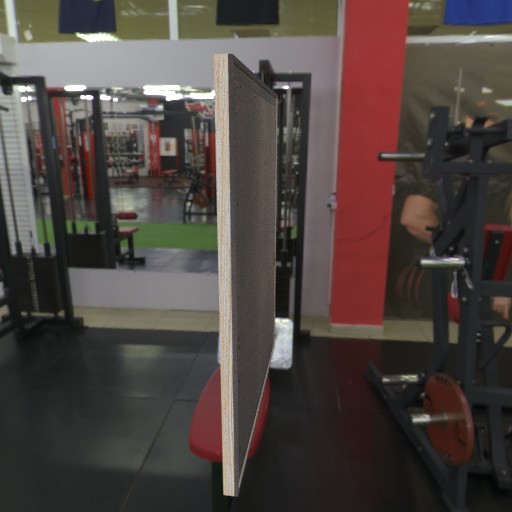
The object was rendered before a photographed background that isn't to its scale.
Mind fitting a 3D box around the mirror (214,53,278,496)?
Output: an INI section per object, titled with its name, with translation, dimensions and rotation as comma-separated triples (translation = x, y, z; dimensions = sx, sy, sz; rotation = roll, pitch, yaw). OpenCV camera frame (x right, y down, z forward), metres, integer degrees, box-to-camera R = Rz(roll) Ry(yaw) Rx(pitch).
[mirror]
translation = 0.000, 0.000, 1.195
dimensions = 0.032, 0.882, 0.730
rotation = 2, 15, 8
